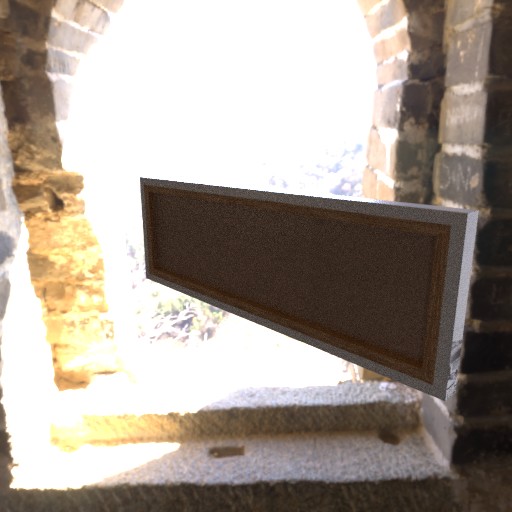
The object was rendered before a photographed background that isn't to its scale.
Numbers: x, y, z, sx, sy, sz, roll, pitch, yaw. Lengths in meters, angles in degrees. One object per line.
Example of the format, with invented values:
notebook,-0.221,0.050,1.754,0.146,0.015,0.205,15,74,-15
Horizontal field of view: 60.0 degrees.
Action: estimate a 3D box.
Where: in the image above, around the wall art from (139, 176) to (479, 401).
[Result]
wall art,0.000,0.000,0.842,0.036,0.256,0.766,-14,20,-42
